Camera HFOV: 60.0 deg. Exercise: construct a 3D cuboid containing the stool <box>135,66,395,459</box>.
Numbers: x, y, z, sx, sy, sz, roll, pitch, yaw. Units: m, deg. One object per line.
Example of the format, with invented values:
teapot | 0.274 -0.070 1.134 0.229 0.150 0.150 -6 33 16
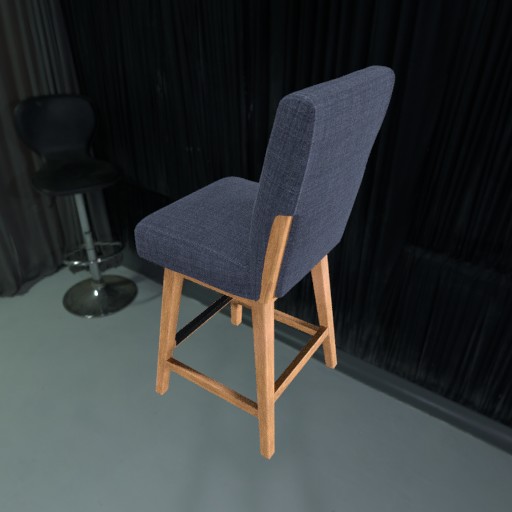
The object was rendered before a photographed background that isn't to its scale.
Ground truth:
stool | 0.000 0.000 1.274 0.526 1.010 0.459 19 36 28
